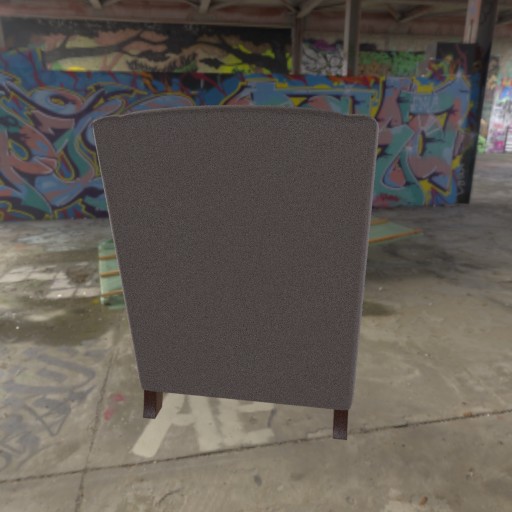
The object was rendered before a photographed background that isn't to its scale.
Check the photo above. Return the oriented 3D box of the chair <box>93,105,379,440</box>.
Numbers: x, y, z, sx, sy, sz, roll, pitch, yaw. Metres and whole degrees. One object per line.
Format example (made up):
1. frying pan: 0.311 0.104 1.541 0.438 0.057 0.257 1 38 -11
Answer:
1. chair: 0.000 0.000 1.600 0.715 1.010 0.863 3 17 9
